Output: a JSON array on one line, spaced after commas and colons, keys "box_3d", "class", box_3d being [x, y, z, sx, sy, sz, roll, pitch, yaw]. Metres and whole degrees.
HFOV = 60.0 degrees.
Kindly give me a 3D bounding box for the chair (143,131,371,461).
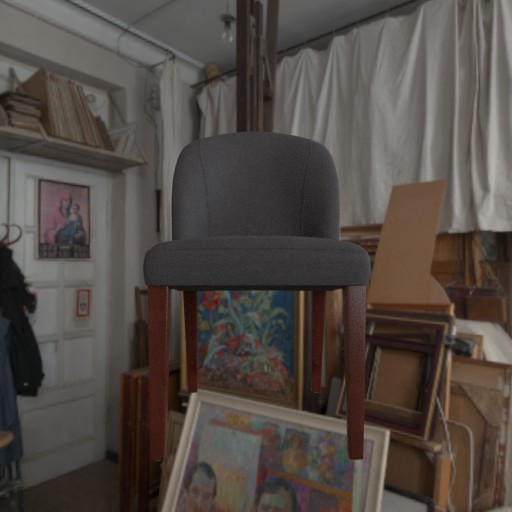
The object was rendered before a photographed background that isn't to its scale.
[{"box_3d": [0.000, 0.000, 1.225, 0.506, 0.879, 0.619, 0, -2, 0], "class": "chair"}]
